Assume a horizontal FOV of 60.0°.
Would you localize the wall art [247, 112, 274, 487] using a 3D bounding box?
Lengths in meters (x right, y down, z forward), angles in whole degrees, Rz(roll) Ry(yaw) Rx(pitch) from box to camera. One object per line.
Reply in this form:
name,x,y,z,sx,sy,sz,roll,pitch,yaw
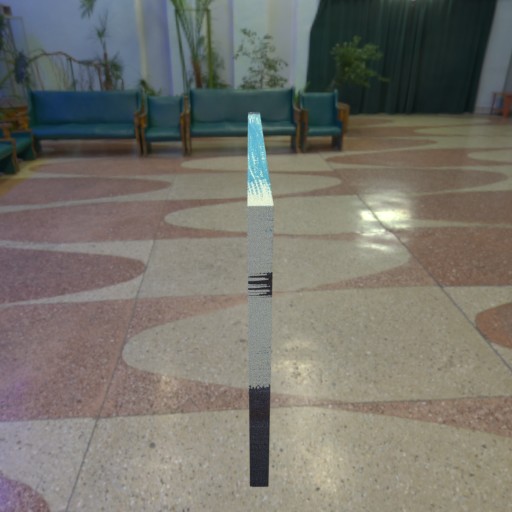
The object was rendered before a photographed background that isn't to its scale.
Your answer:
wall art,0.000,0.000,1.186,0.039,0.610,0.914,0,26,-1
